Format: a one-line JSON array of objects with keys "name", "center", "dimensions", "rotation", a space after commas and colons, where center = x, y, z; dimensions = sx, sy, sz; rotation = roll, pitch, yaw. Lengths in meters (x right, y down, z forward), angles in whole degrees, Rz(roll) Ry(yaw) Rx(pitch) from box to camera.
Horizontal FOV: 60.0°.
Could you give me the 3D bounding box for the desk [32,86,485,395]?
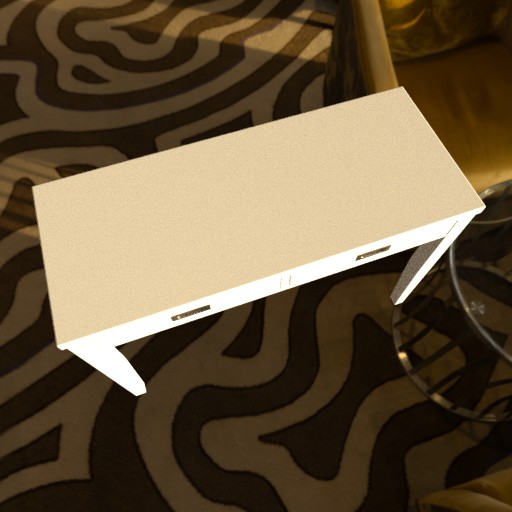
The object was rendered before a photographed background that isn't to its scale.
[{"name": "desk", "center": [0.000, 0.000, 1.631], "dimensions": [1.220, 0.775, 0.508], "rotation": [-18, 65, -9]}]
